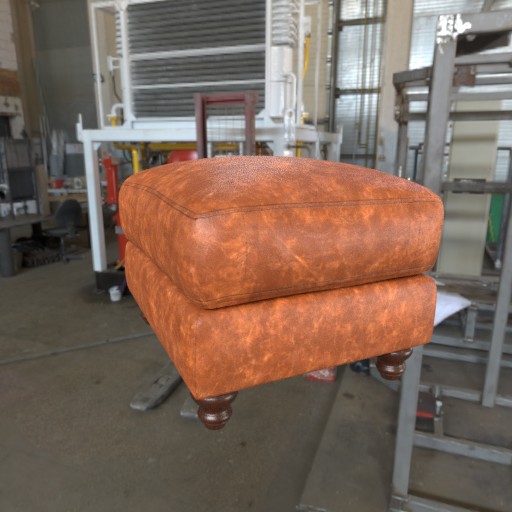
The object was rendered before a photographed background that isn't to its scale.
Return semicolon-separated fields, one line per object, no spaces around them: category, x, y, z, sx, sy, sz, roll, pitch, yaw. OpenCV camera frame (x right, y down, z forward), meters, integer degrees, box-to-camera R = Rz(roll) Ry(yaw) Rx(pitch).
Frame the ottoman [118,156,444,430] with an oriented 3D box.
ottoman;0.000;0.000;1.278;0.657;0.562;0.832;-7;15;-24
